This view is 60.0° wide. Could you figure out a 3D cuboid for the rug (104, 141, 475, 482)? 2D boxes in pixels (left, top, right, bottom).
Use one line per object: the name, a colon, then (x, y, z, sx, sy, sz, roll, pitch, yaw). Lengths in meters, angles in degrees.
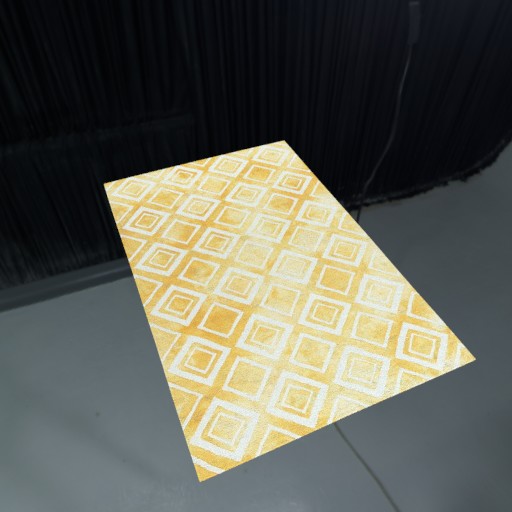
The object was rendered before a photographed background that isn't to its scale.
rug: (0.000, 0.000, 2.266, 1.213, 0.010, 1.829, -17, 49, -16)
